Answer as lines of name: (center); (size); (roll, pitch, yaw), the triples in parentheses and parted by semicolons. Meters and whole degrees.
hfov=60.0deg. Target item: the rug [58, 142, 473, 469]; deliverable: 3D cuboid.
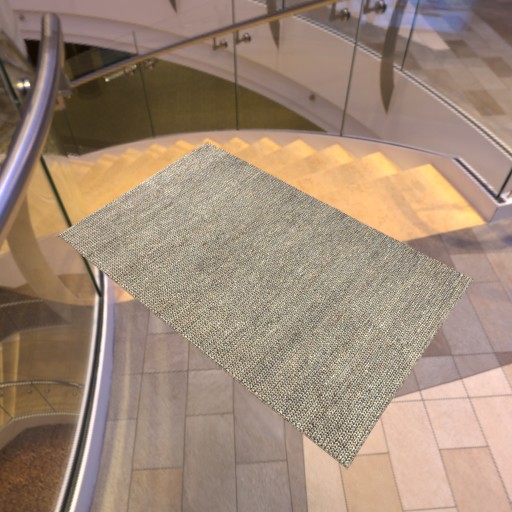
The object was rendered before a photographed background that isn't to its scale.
rug: (0.000, 0.000, 3.041); (2.443, 0.021, 1.538); (32, 56, 26)
